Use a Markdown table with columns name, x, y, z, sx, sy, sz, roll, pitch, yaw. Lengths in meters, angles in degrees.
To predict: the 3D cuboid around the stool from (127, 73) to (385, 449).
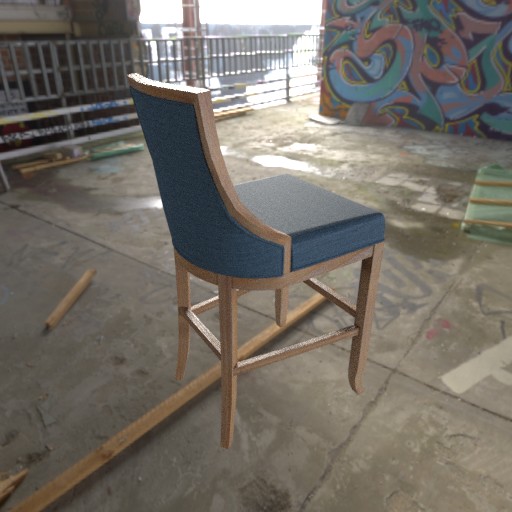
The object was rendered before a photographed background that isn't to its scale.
| name | x | y | z | sx | sy | sz | roll | pitch | yaw |
| --- | --- | --- | --- | --- | --- | --- | --- | --- | --- |
| stool | 0.000 | 0.000 | 1.444 | 0.626 | 1.101 | 0.524 | -17 | 32 | -29 |
